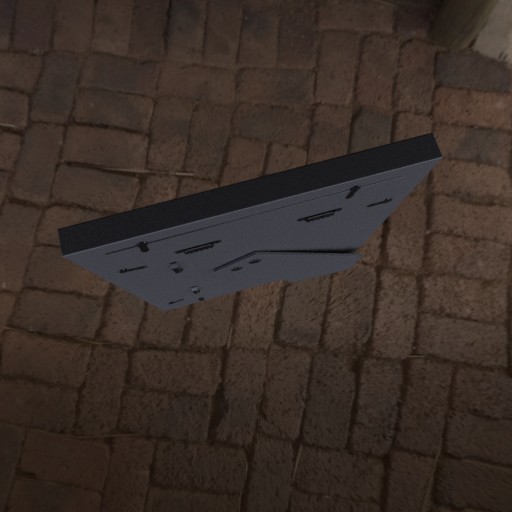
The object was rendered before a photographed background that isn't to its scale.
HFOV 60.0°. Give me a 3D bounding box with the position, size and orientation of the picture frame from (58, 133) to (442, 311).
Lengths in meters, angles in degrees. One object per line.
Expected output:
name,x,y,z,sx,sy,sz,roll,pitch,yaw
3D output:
picture frame,0.000,0.000,0.532,0.307,0.383,0.036,-15,77,-4
